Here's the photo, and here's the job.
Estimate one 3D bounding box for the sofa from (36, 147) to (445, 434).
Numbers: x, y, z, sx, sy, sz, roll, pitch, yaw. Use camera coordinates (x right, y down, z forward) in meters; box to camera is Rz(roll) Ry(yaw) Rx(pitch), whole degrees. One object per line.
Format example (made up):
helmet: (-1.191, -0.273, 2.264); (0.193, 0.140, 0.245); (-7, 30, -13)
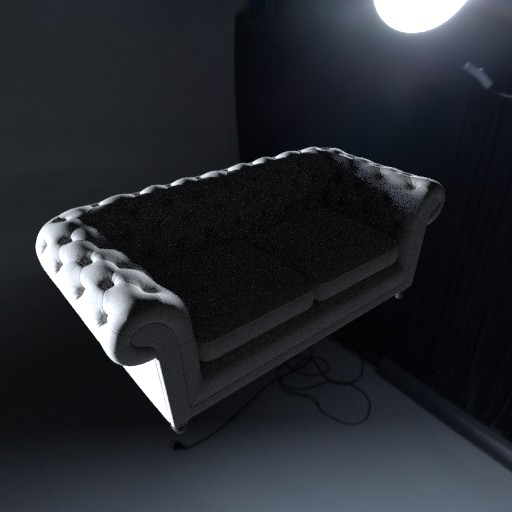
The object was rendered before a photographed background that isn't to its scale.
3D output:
sofa: (0.000, 0.000, 2.405); (1.998, 0.764, 0.986); (-22, 37, -33)
